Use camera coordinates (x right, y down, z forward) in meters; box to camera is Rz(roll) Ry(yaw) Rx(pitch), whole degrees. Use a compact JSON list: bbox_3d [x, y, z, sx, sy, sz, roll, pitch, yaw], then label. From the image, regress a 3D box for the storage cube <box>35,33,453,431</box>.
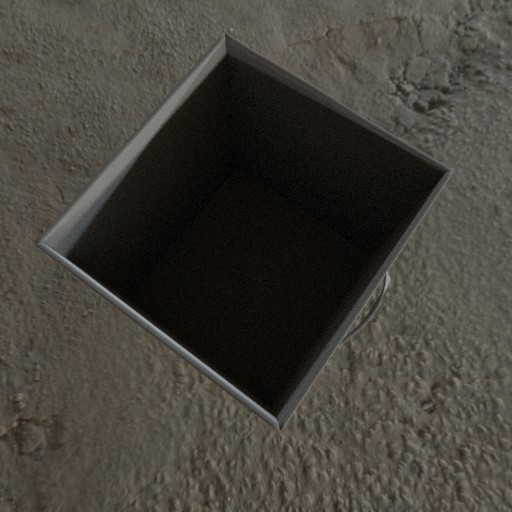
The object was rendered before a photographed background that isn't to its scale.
[{"bbox_3d":[0.000,0.000,0.510,0.270,0.280,0.270,35,77,9],"label":"storage cube"}]
